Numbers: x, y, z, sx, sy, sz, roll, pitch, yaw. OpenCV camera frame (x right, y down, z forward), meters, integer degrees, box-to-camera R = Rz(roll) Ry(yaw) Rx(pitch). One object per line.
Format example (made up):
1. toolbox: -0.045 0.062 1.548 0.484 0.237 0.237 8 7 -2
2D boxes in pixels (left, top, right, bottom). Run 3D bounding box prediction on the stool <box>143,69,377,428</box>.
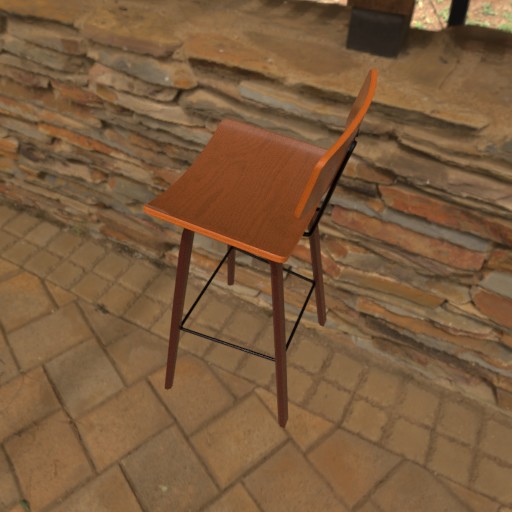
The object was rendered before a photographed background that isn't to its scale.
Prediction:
1. stool: 0.000 0.000 1.212 0.440 0.969 0.509 17 49 16
